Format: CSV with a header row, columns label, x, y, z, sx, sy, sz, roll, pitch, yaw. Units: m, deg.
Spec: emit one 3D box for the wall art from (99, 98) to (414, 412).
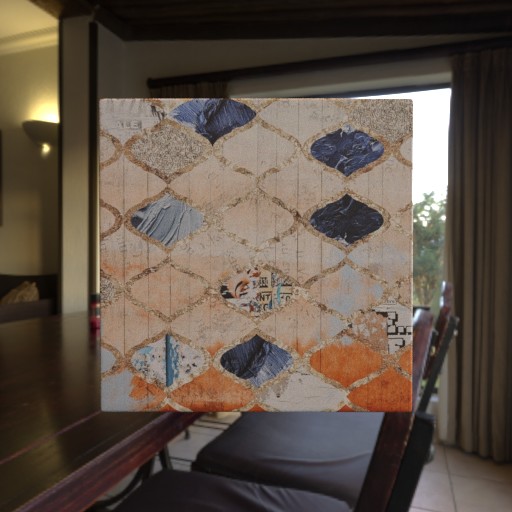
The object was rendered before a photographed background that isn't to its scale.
label,x,y,z,sx,sy,sz,roll,pitch,yaw
wall art,0.000,0.000,0.447,0.303,0.304,0.036,0,1,0
